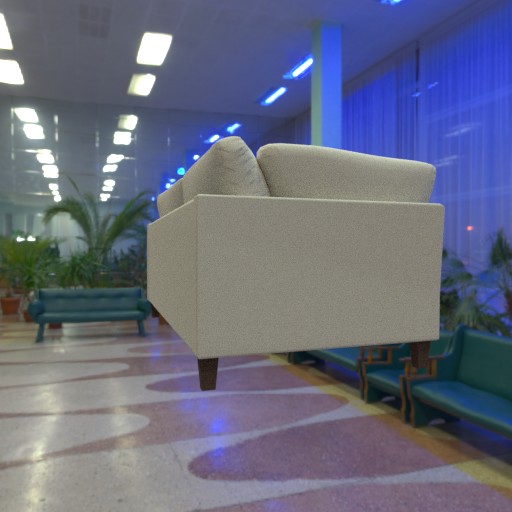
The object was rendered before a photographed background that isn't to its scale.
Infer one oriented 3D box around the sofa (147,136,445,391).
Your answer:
[{"bbox_3d":[0.000,0.000,2.337,0.970,0.836,1.776,0,1,-19],"label":"sofa"}]
